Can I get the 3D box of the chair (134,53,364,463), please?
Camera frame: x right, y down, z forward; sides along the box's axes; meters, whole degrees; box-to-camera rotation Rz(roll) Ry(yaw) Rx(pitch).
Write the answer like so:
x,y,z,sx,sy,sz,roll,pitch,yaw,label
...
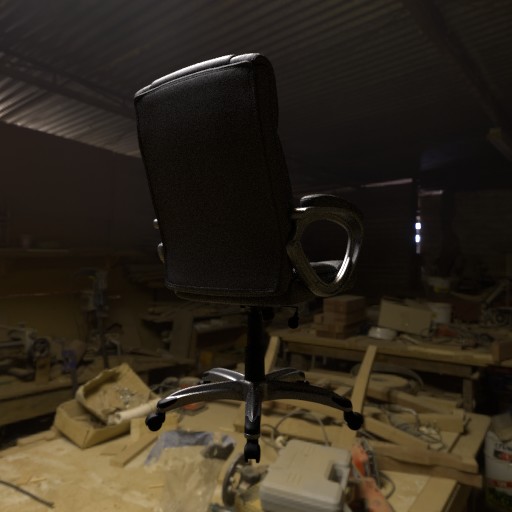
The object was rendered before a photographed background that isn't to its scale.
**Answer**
x,y,z,sx,sy,sz,roll,pitch,yaw,label
0.000,0.000,1.571,0.721,1.130,0.719,0,0,37,chair
